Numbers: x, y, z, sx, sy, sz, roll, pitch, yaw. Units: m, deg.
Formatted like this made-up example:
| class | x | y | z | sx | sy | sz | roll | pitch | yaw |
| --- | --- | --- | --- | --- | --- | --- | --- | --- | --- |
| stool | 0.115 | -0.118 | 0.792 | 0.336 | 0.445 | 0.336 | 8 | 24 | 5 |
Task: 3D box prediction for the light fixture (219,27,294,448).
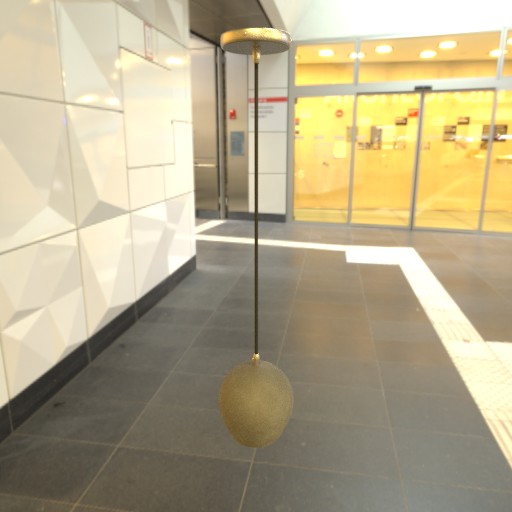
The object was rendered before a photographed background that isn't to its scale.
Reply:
| class | x | y | z | sx | sy | sz | roll | pitch | yaw |
| --- | --- | --- | --- | --- | --- | --- | --- | --- | --- |
| light fixture | 0.000 | 0.000 | 0.836 | 0.153 | 0.760 | 0.153 | -2 | 14 | -10 |
